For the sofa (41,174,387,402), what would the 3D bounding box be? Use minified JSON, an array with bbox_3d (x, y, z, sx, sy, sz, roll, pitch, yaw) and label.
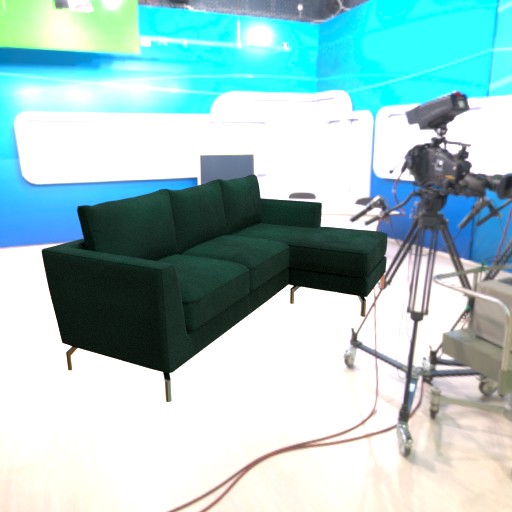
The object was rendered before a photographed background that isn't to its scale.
[{"bbox_3d":[0.000,0.000,3.263,1.489,1.007,2.441,7,17,26],"label":"sofa"}]
